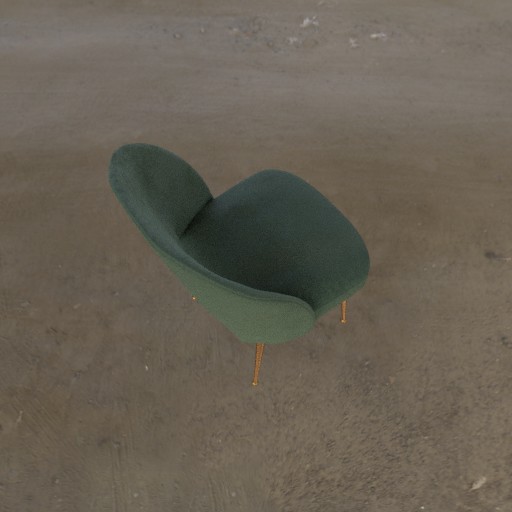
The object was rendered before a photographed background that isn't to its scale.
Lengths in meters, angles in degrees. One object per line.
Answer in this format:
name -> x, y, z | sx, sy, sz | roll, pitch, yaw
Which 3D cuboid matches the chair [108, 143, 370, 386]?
chair -> 0.000, 0.000, 1.261 | 0.577, 0.860, 0.527 | -31, 64, -18
